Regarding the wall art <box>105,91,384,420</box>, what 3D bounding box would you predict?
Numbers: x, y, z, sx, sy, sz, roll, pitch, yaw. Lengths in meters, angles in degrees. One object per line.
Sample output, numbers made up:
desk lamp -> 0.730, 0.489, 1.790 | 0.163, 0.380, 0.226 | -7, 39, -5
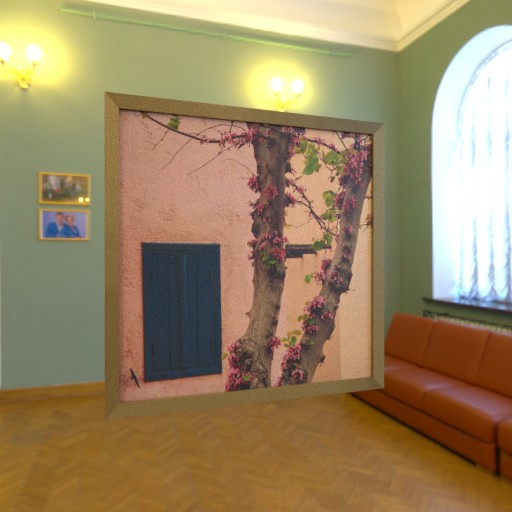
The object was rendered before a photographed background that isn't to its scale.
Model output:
wall art -> 0.000, 0.000, 0.786 | 0.507, 0.508, 0.038 | 0, 0, -19
